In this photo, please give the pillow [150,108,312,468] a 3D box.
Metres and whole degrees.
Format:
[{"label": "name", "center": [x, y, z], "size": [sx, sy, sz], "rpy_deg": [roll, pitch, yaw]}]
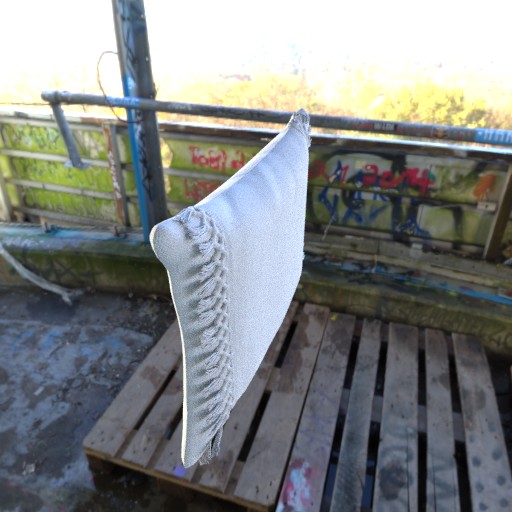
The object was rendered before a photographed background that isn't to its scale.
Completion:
[{"label": "pillow", "center": [0.000, 0.000, 0.605], "size": [0.084, 0.305, 0.466], "rpy_deg": [10, 32, 17]}]
